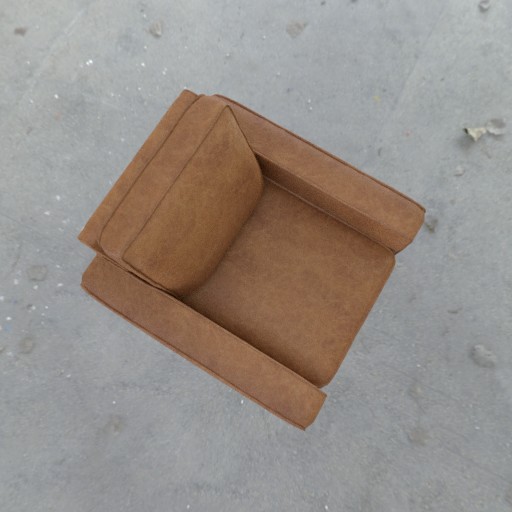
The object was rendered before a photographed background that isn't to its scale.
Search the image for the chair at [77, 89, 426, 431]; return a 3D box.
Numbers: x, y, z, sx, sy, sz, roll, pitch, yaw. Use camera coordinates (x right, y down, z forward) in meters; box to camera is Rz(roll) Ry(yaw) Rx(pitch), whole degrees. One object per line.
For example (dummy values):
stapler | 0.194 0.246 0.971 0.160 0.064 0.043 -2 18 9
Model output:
chair | 0.000 0.000 1.785 1.027 0.901 0.987 28 79 6
